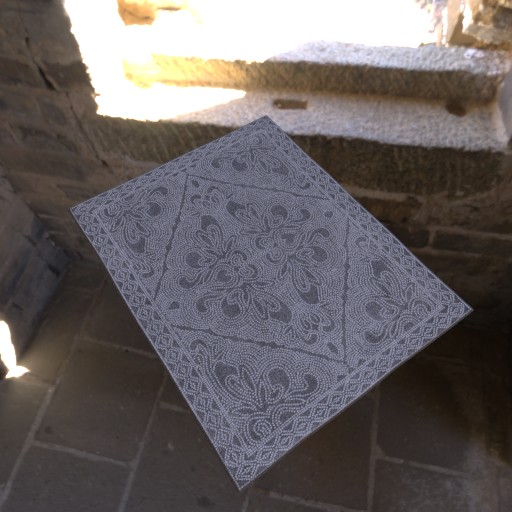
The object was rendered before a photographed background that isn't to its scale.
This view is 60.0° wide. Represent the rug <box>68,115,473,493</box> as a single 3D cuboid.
[{"bbox_3d":[0.000,0.000,4.076,2.438,0.012,3.048,-30,62,-18],"label":"rug"}]
